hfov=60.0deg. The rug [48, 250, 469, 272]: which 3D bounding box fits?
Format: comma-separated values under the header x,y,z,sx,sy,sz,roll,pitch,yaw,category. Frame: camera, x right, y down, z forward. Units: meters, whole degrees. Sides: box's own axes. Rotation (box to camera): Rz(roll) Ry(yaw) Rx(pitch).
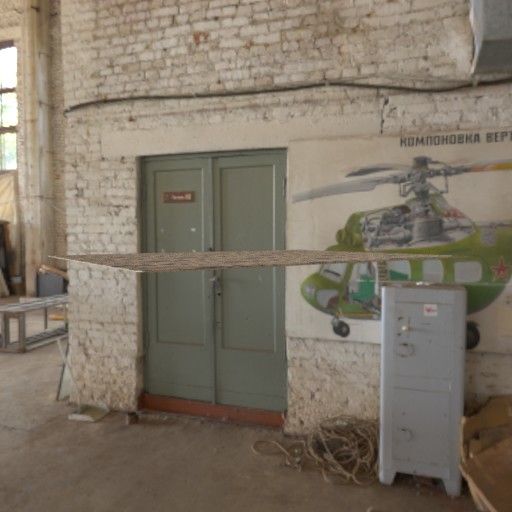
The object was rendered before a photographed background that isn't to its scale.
x,y,z,sx,sy,sz,roll,pitch,yaw,category
0.000,0.000,4.215,3.205,0.015,2.437,-2,3,-36,rug
